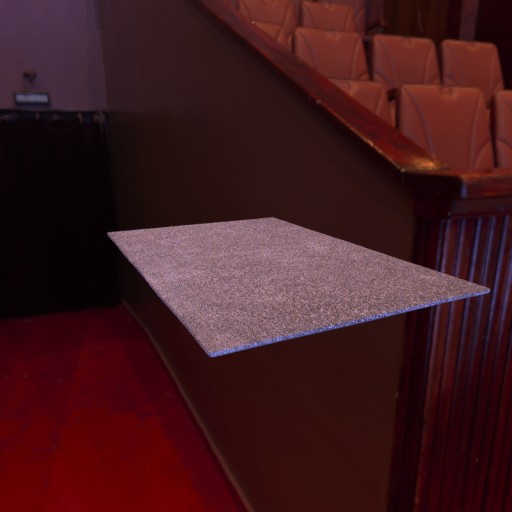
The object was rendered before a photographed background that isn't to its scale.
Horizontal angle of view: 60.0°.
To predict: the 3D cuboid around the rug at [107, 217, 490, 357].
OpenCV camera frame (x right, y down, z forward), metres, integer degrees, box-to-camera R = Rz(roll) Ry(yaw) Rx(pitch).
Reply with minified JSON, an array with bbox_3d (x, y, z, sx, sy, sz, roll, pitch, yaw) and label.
[{"bbox_3d":[0.000,0.000,3.433,1.802,0.026,2.699,-8,17,-26],"label":"rug"}]
